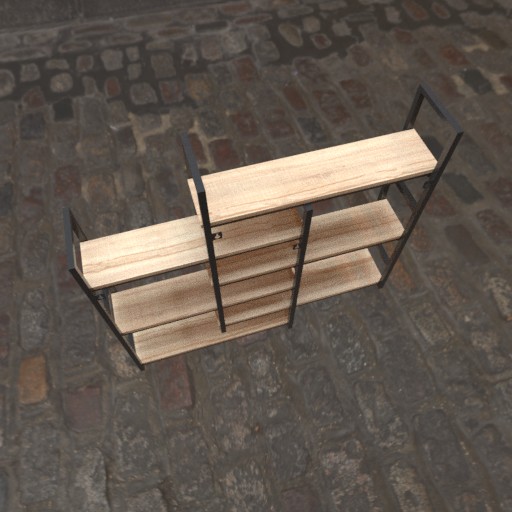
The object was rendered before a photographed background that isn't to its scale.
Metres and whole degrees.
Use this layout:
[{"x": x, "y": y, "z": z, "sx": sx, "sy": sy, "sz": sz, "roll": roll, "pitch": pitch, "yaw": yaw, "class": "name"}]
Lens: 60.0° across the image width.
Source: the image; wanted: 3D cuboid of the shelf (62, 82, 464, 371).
[{"x": 0.000, "y": 0.000, "z": 1.376, "sx": 0.946, "sy": 0.921, "sz": 0.183, "roll": -14, "pitch": 59, "yaw": -9, "class": "shelf"}]
